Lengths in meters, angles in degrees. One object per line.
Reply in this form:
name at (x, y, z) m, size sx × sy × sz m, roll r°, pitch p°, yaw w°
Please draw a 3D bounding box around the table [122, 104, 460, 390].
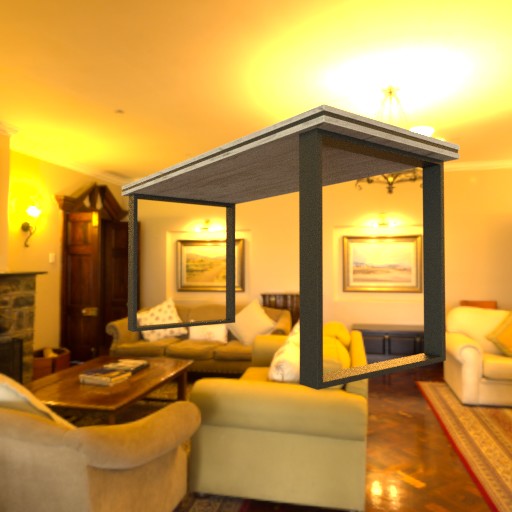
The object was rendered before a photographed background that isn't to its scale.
table at (0.000, 0.000, 2.313) m, size 0.795 × 0.899 × 1.778 m, roll 1°, pitch -2°, yaw -37°
